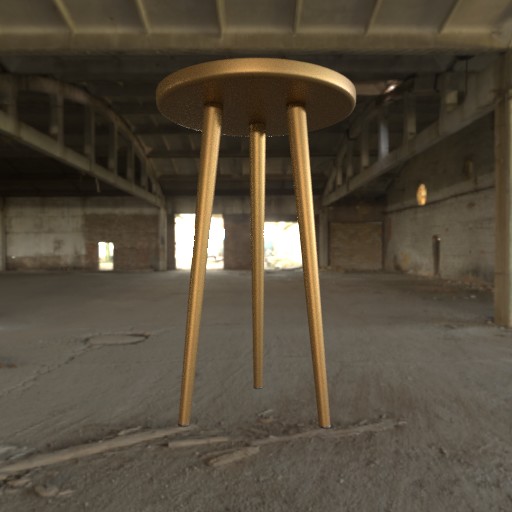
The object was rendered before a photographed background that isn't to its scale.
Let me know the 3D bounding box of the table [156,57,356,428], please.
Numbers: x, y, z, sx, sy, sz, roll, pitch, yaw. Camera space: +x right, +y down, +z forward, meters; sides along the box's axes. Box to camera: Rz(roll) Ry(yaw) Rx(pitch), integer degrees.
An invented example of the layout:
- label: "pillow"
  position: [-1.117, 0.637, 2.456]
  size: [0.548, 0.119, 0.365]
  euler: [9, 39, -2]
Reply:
- label: "table"
  position: [0.000, 0.000, 0.683]
  size: [0.299, 0.480, 0.299]
  euler: [0, 1, -1]
